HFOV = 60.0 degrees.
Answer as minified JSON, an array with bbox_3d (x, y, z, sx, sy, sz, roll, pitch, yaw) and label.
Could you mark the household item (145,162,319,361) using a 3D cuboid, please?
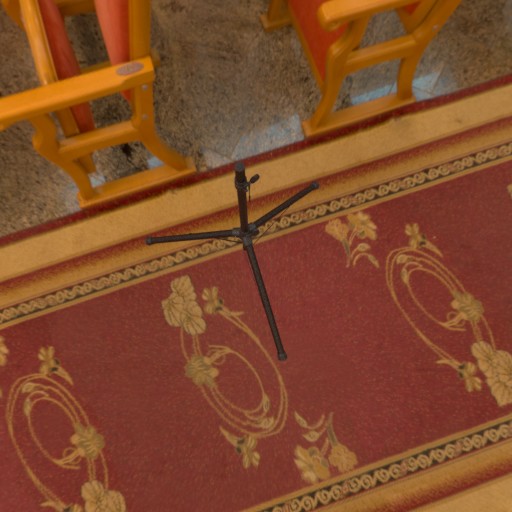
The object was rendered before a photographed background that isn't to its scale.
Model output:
[{"bbox_3d":[0.000,0.000,1.908,1.045,1.136,0.907,-17,76,-4],"label":"household item"}]
